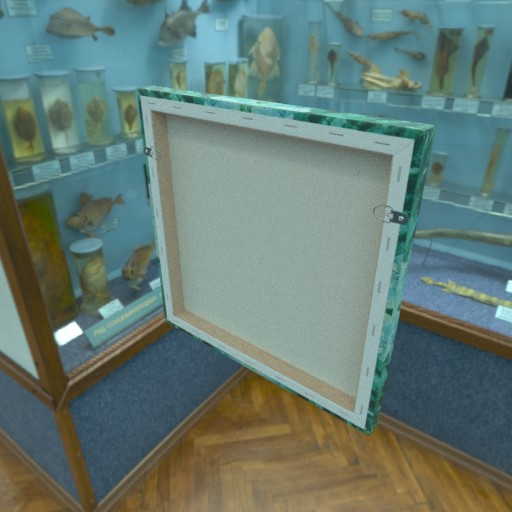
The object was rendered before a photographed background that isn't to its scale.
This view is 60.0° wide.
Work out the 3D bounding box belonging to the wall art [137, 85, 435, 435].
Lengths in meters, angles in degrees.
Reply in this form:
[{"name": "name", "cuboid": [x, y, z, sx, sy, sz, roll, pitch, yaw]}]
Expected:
[{"name": "wall art", "cuboid": [0.000, 0.000, 0.765, 0.507, 0.508, 0.038, 21, 35, 33]}]
